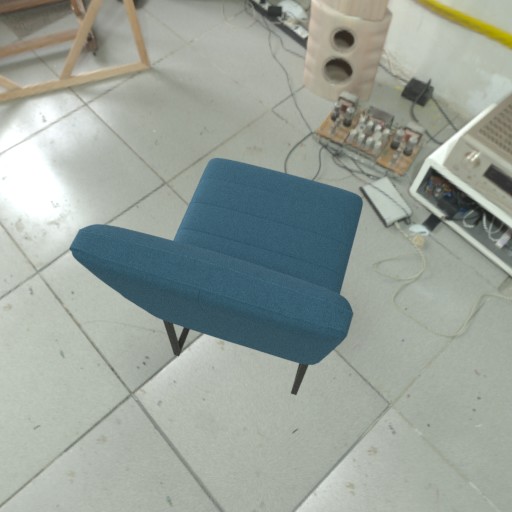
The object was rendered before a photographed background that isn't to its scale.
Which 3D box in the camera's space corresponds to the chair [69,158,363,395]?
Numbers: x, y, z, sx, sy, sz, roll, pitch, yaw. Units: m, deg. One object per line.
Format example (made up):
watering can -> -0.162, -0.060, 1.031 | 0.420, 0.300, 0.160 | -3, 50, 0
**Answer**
chair -> 0.000, 0.000, 1.275 | 0.520, 0.930, 0.634 | 16, 65, 8
